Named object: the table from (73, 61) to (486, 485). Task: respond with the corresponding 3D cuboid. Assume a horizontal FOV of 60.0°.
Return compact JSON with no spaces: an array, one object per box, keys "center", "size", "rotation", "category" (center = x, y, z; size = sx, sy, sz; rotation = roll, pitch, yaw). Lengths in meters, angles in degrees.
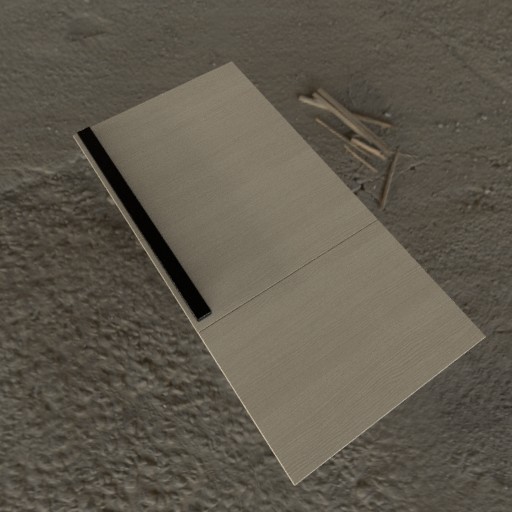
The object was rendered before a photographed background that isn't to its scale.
[{"center":[0.000,0.000,0.778],"size":[0.322,0.242,0.644],"rotation":[-31,68,-14],"category":"table"}]
